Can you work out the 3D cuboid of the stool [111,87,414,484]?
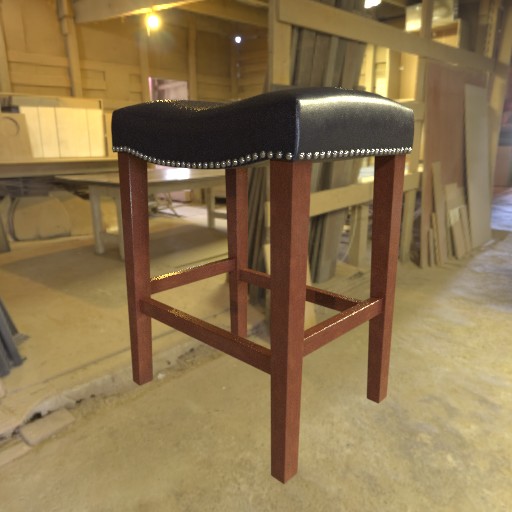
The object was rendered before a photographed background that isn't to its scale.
[{"bbox_3d":[0.000,0.000,0.959,0.504,0.654,0.372,14,21,42],"label":"stool"}]
